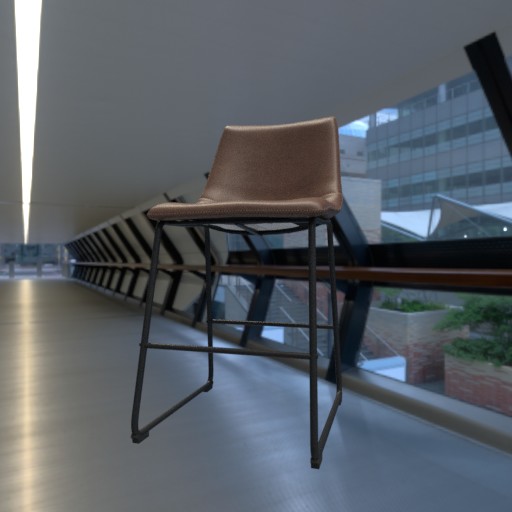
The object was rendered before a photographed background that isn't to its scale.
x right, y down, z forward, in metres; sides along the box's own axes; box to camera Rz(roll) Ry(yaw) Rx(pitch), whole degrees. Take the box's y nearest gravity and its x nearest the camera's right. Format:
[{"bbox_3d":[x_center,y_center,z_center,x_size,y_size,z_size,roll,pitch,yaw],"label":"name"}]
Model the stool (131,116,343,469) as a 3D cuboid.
[{"bbox_3d":[0.000,0.000,1.239,0.460,0.890,0.550,0,0,17],"label":"stool"}]
